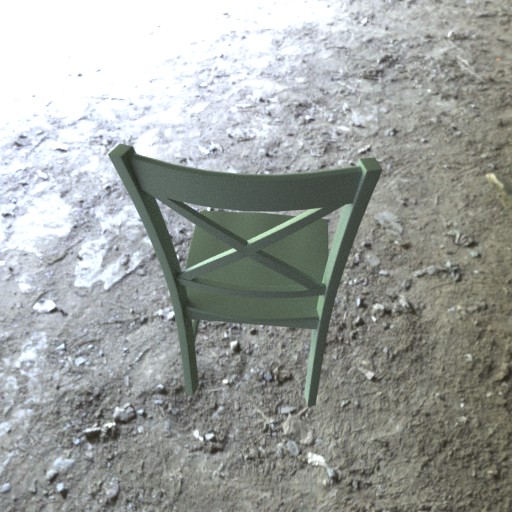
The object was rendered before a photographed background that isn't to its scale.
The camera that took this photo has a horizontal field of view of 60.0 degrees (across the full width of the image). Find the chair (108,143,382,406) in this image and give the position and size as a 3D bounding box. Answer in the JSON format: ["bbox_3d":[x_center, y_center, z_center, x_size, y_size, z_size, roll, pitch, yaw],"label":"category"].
[{"bbox_3d":[0.000,0.000,1.300,0.485,0.983,0.542,4,46,4],"label":"chair"}]
